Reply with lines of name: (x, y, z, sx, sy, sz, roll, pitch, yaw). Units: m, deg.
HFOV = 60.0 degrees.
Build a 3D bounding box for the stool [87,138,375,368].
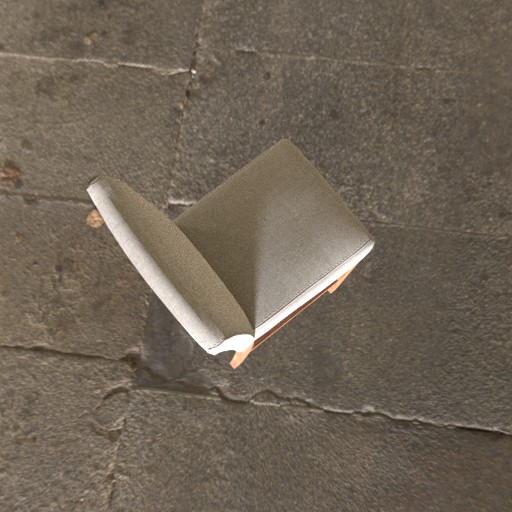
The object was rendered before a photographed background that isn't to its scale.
stool: (0.000, 0.000, 1.397, 0.570, 1.088, 0.439, -37, 78, -10)
